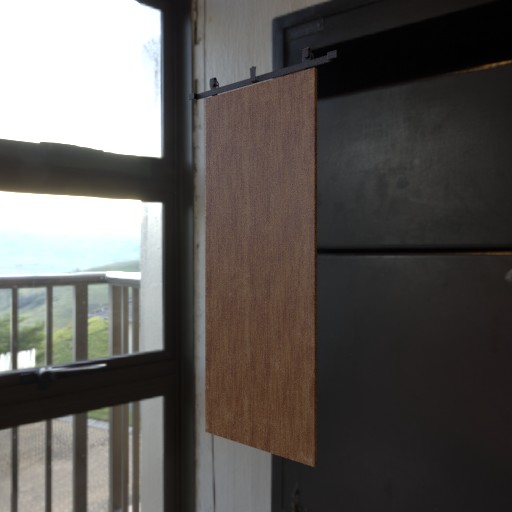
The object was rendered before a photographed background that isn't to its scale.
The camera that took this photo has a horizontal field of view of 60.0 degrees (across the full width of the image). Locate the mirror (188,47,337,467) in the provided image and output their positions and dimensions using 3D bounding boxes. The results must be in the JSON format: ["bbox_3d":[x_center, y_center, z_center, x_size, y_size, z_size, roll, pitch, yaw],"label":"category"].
[{"bbox_3d":[0.000,0.000,2.074,0.847,1.793,0.042,0,0,37],"label":"mirror"}]
